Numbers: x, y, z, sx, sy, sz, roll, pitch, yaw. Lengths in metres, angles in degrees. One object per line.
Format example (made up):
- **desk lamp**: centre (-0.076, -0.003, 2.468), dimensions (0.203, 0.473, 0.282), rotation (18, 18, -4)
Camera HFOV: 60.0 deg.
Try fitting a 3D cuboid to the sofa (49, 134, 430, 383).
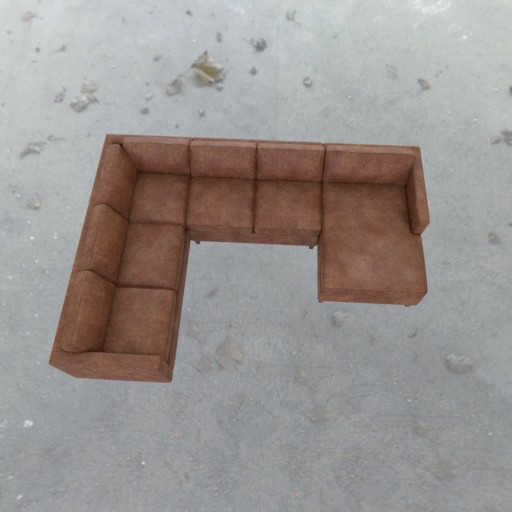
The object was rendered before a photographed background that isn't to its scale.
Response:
- **sofa**: centre (0.000, 0.000, 4.418), dimensions (3.324, 0.888, 2.452), rotation (3, 65, 1)
